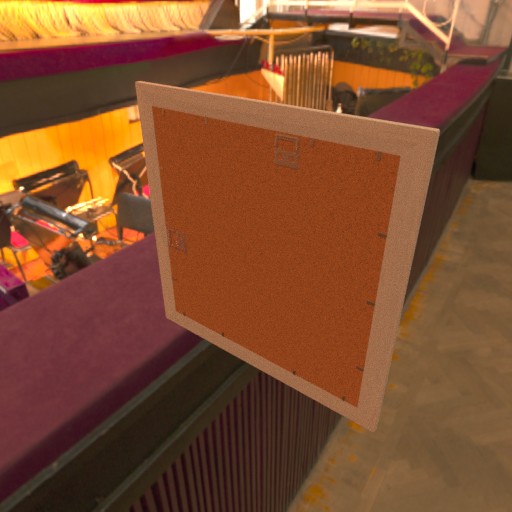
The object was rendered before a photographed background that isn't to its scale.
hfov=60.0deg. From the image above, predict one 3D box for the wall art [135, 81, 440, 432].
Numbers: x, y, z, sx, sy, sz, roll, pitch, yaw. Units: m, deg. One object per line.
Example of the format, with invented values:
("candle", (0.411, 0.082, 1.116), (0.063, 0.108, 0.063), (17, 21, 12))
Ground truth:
("wall art", (0.000, 0.000, 0.865), (0.584, 0.584, 0.013), (21, 37, 31))
